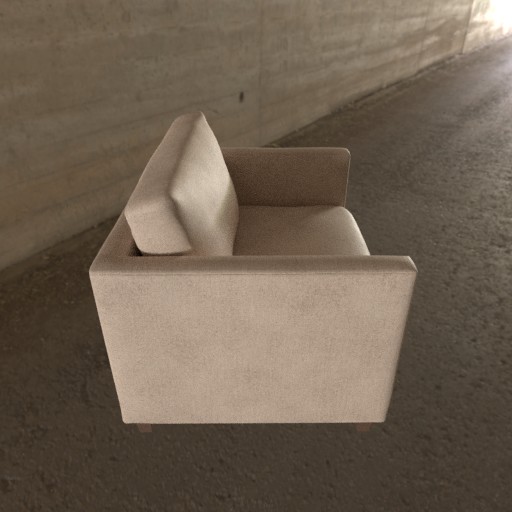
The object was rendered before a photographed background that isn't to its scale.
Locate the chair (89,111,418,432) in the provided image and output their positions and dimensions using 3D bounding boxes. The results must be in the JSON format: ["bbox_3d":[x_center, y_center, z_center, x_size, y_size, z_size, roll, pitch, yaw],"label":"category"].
[{"bbox_3d":[0.000,0.000,1.826,0.959,0.961,1.133,0,31,0],"label":"chair"}]
